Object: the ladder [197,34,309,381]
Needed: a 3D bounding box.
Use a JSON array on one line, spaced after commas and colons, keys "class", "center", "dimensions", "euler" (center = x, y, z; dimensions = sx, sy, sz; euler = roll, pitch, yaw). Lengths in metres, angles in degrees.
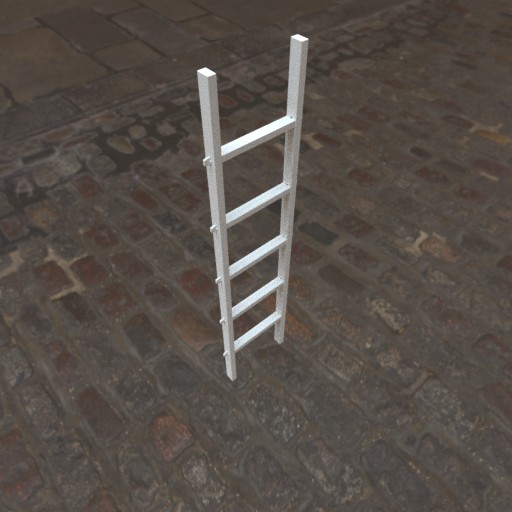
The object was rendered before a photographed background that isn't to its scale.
[{"class": "ladder", "center": [0.000, 0.000, 1.998], "dimensions": [0.452, 1.797, 0.051], "euler": [-32, 55, -26]}]
